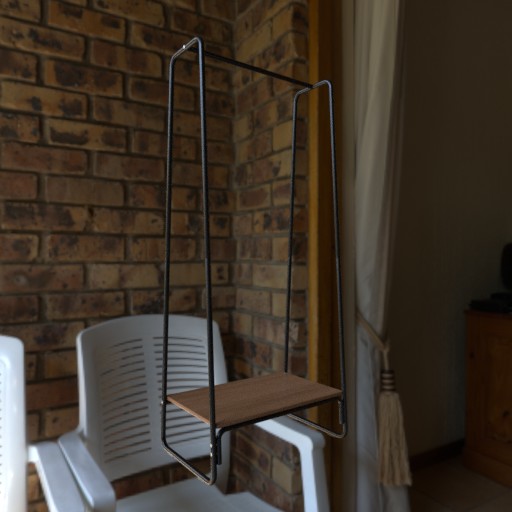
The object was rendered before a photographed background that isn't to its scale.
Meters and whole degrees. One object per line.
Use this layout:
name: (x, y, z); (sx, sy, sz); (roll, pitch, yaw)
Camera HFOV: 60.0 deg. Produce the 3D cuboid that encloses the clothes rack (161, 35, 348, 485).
clothes rack: (0.000, 0.000, 1.761); (0.640, 1.500, 0.400); (0, 0, -37)
